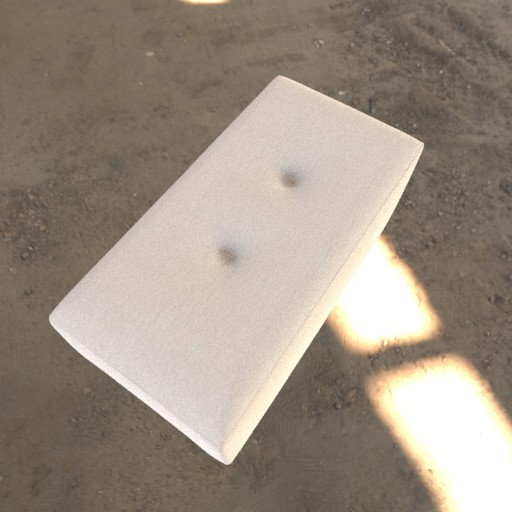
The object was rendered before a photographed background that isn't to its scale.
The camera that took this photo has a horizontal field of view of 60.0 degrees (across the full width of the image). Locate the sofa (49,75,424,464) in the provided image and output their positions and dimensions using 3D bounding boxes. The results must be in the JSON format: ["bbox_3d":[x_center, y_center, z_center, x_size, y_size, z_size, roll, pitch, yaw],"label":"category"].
[{"bbox_3d":[0.000,0.000,1.207,0.480,0.470,0.930,31,67,15],"label":"sofa"}]
